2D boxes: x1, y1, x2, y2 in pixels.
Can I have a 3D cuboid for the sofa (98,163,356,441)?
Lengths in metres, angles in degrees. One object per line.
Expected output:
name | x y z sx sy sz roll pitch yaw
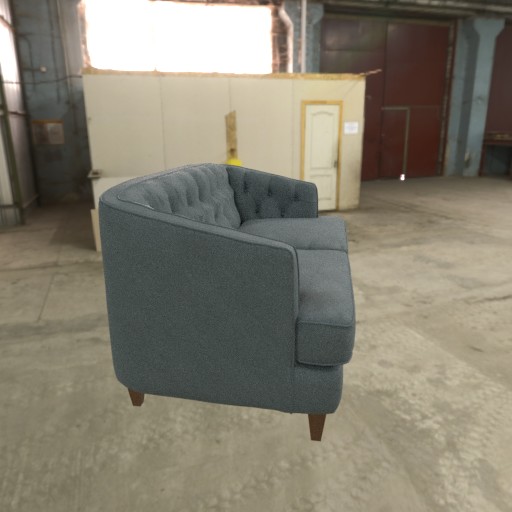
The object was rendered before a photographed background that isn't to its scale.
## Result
sofa | 0.000 0.000 2.256 0.941 0.855 1.733 3 16 9
